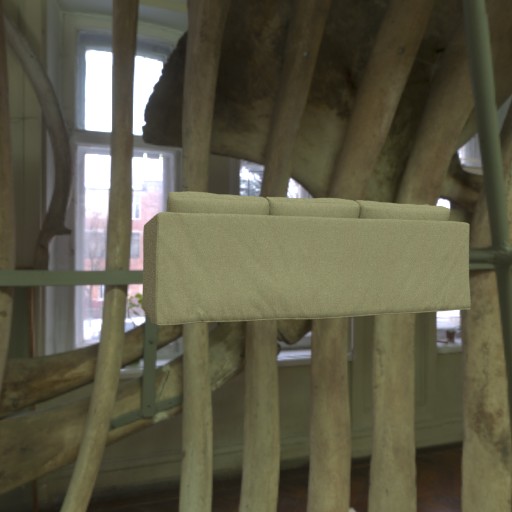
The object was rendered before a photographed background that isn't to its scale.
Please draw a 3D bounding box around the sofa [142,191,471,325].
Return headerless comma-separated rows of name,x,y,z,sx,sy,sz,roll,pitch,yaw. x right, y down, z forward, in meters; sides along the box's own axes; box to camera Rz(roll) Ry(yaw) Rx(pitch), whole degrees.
sofa,0.000,0.000,4.729,2.476,0.878,3.528,0,0,-18
